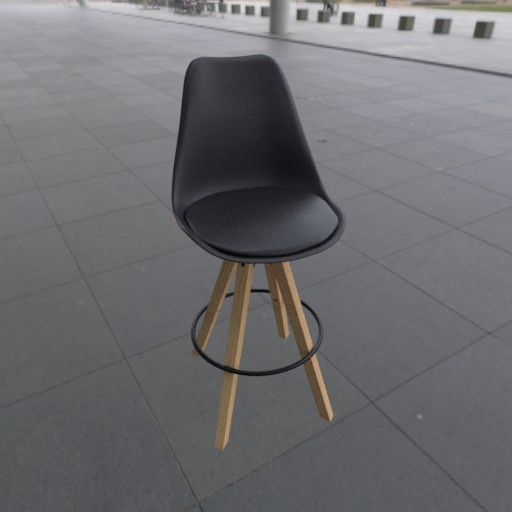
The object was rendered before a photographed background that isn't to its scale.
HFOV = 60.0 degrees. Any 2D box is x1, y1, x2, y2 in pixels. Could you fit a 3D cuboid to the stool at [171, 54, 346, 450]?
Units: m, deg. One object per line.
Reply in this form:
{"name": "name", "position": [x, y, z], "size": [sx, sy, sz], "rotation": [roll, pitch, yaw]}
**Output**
{"name": "stool", "position": [0.000, 0.000, 1.413], "size": [0.485, 1.115, 0.550], "rotation": [-9, 32, -14]}
